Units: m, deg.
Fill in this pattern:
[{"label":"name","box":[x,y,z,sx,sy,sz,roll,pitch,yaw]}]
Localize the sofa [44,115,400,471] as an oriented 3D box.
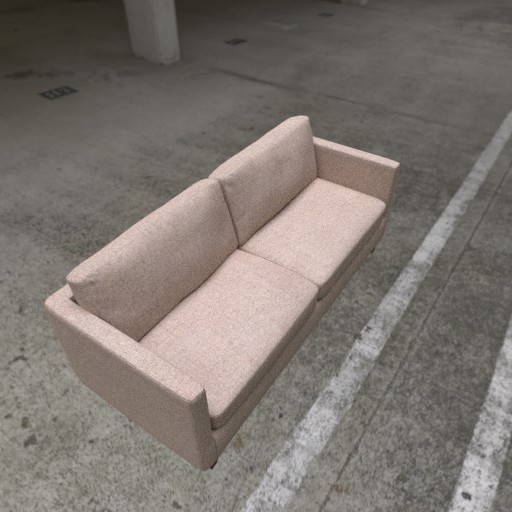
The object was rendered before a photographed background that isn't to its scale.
[{"label":"sofa","box":[0.000,0.000,2.714,0.951,0.965,2.208,24,47,25]}]
